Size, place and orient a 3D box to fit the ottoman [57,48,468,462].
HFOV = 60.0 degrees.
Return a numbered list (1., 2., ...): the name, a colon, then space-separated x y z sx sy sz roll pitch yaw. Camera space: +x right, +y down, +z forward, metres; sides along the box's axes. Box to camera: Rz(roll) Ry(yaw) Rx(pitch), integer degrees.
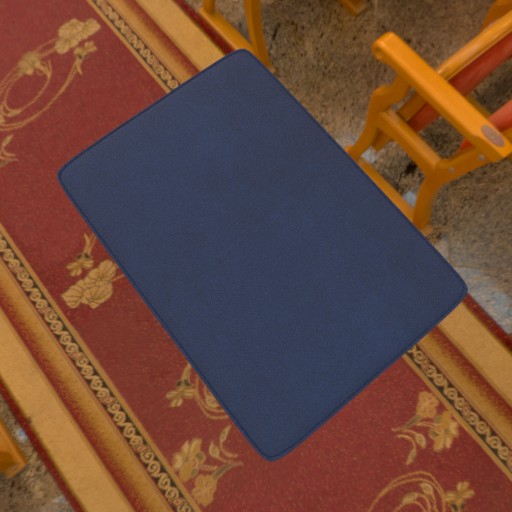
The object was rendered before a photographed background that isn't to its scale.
1. ottoman: 0.000 0.000 1.409 0.686 0.584 0.965 -38 78 -9
